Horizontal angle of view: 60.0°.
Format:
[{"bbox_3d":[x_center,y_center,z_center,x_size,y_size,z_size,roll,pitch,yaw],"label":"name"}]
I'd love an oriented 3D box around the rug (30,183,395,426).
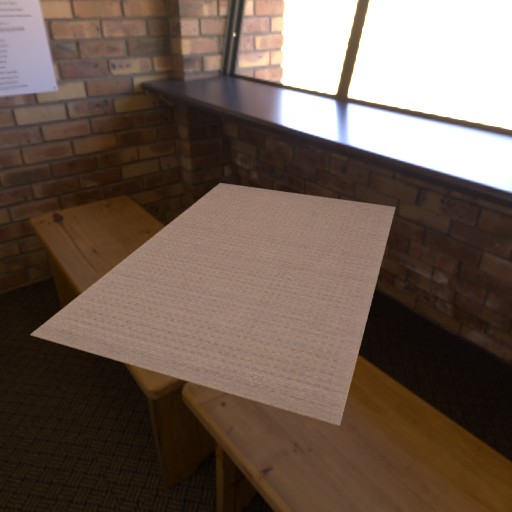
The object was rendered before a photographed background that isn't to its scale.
[{"bbox_3d":[0.000,0.000,3.693,1.981,0.006,2.895,11,32,18],"label":"rug"}]
